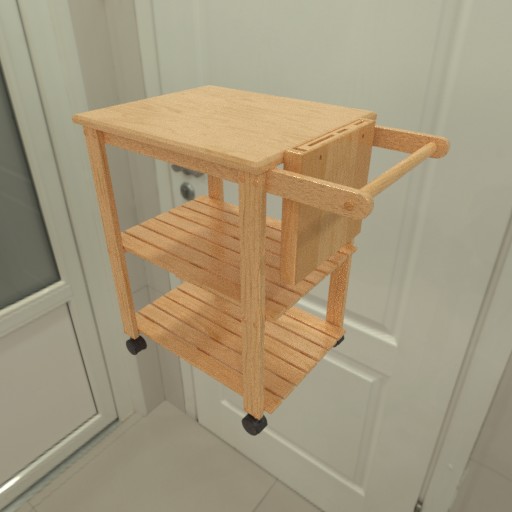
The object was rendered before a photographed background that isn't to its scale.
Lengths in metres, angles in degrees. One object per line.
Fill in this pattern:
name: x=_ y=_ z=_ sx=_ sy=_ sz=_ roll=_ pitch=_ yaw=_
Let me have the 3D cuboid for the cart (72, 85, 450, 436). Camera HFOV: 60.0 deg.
cart: x=0.000 y=0.000 z=1.319 sx=0.843 sy=0.816 sz=0.520 roll=22 pitch=38 yaw=32
